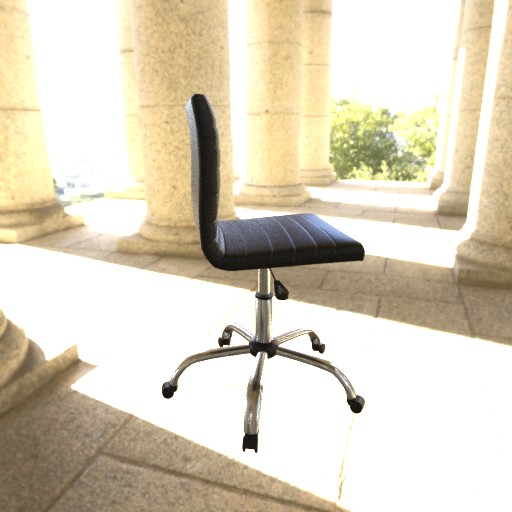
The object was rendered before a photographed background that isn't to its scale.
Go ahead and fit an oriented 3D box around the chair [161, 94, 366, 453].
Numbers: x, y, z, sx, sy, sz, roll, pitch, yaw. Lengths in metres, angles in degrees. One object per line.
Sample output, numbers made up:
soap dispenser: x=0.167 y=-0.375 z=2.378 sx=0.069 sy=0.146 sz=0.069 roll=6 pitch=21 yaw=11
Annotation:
chair: x=0.000 y=0.000 z=1.161 sx=0.530 sy=0.780 sz=0.556 roll=-3 pitch=17 yaw=-10
